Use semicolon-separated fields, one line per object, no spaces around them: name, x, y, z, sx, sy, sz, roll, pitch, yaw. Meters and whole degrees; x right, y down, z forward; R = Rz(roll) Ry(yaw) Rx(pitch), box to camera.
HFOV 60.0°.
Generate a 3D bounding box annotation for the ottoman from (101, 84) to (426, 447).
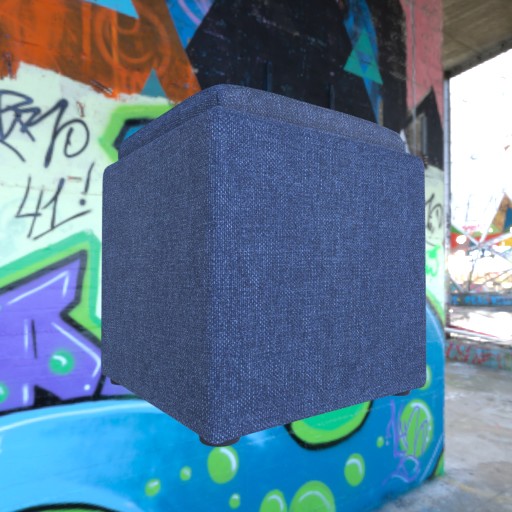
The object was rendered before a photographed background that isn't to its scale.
ottoman;0.000;0.000;0.843;0.454;0.493;0.436;1;-1;-36
